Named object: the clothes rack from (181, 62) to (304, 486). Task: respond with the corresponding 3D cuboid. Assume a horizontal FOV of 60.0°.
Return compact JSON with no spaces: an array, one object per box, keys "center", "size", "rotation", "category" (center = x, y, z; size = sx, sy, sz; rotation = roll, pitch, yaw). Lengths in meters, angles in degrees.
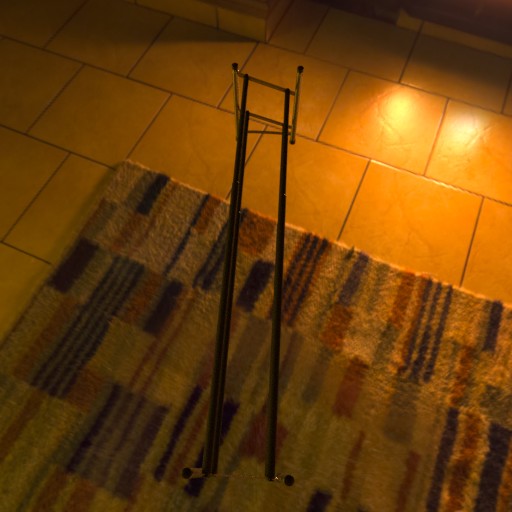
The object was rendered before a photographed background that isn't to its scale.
[{"center":[0.000,0.000,1.285],"size":[0.229,0.349,1.168],"rotation":[3,64,2],"category":"clothes rack"}]
